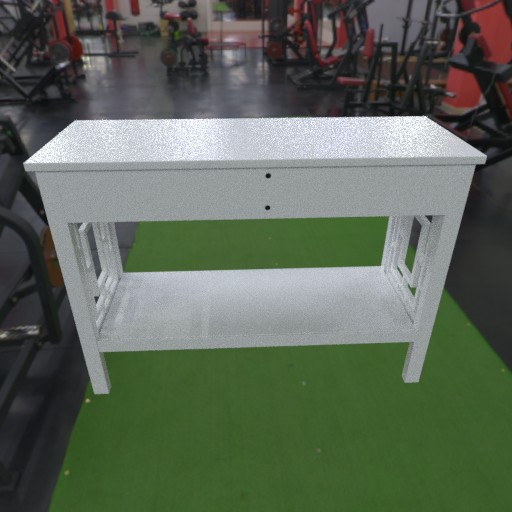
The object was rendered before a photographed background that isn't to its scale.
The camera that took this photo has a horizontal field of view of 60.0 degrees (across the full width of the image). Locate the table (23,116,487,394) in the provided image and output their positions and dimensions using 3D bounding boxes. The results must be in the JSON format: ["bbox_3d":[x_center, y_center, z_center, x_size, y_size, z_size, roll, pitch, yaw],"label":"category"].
[{"bbox_3d":[0.000,0.000,1.381,1.068,0.753,0.397,-1,31,-2],"label":"table"}]
